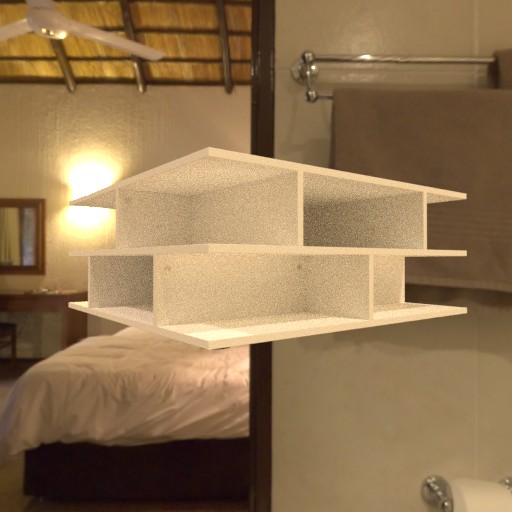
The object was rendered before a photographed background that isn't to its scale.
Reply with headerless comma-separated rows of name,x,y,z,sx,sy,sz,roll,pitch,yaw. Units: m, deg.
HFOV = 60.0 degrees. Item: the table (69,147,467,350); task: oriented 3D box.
table,0.000,0.000,1.097,0.700,0.289,0.700,0,-1,-37
